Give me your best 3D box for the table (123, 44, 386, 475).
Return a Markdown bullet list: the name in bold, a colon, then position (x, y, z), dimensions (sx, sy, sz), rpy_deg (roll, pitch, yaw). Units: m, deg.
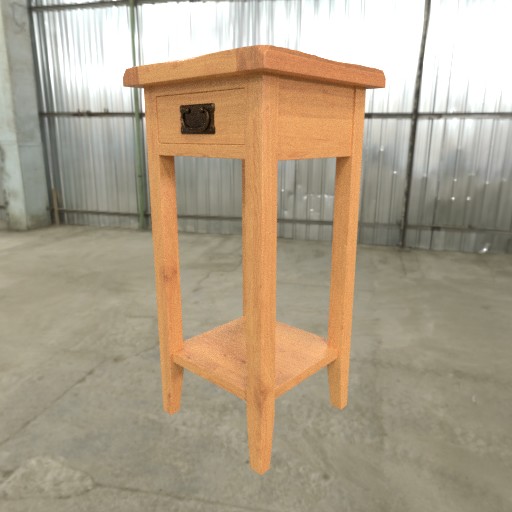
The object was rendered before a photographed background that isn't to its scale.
- **table**: position (0.000, 0.000, 0.946), dimensions (0.360, 0.740, 0.360), rpy_deg (13, 20, 41)
